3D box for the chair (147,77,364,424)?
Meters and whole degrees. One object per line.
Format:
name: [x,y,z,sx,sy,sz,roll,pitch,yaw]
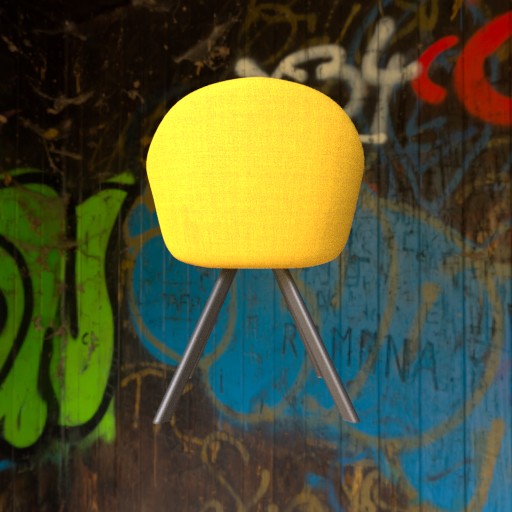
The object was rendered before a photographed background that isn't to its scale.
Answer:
chair: [0.000,0.000,1.232,0.590,0.795,0.550,0,-1,-1]
